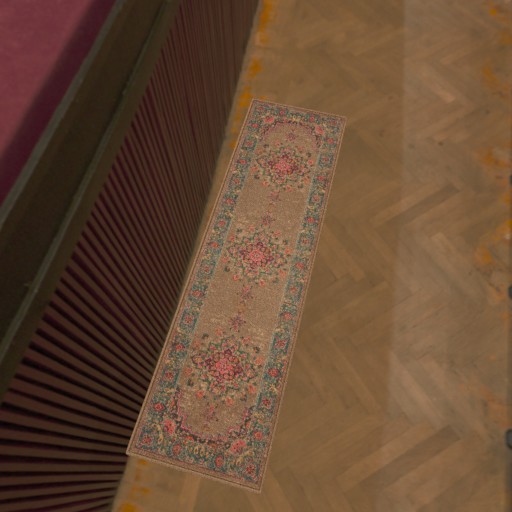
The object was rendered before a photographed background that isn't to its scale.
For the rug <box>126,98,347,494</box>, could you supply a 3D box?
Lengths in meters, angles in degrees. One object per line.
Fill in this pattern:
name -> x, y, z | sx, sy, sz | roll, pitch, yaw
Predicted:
rug -> 0.000, 0.000, 2.512 | 0.659, 0.019, 2.297 | 13, 65, 6
